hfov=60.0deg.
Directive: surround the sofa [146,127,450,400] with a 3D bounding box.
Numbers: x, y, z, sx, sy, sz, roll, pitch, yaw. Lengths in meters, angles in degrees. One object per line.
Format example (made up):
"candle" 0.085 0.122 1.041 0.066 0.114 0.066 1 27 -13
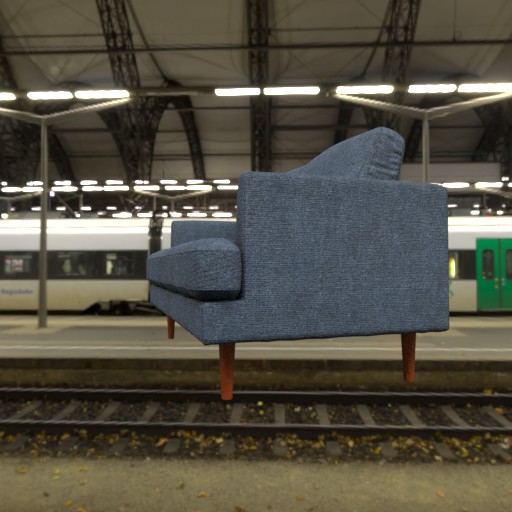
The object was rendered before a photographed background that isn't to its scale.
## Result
"sofa" 0.000 0.000 2.117 0.903 0.944 1.582 1 -2 -19
